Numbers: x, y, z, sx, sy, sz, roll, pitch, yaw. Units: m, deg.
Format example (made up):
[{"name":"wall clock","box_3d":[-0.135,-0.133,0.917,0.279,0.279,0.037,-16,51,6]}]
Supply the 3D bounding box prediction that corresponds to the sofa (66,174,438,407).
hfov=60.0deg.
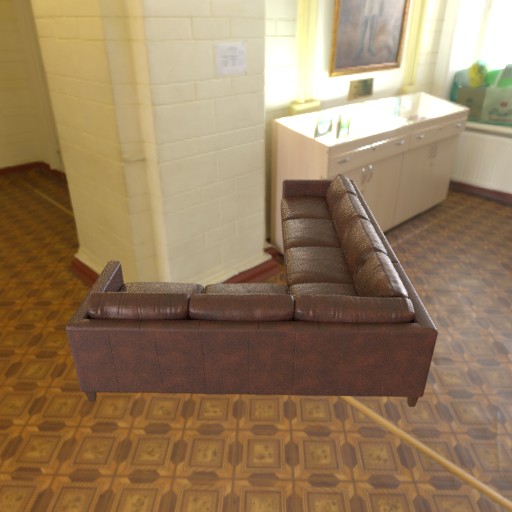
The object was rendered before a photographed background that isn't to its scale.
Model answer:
[{"name":"sofa","box_3d":[0.000,0.000,4.384,2.438,0.836,3.152,1,28,1]}]
